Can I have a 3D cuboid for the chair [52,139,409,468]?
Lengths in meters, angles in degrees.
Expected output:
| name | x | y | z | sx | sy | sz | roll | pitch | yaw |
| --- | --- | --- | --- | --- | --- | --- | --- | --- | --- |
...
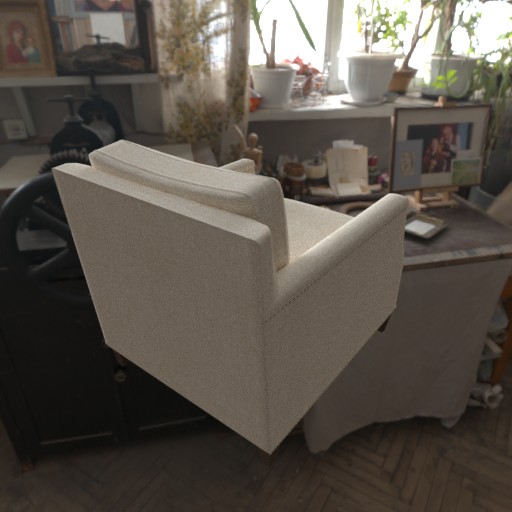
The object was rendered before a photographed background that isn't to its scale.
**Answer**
| name | x | y | z | sx | sy | sz | roll | pitch | yaw |
| --- | --- | --- | --- | --- | --- | --- | --- | --- | --- |
| chair | 0.000 | 0.000 | 1.725 | 0.838 | 0.940 | 1.041 | 21 | 35 | 33 |
